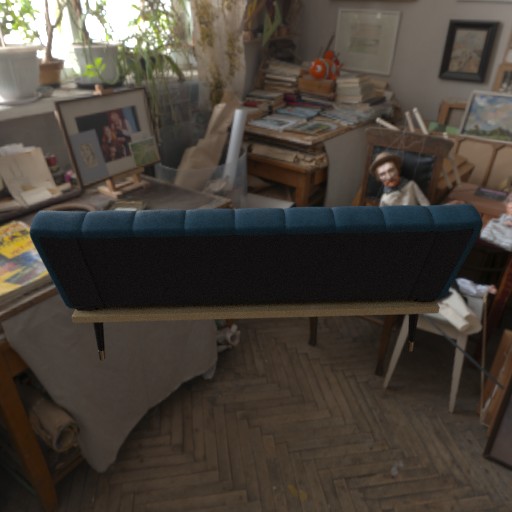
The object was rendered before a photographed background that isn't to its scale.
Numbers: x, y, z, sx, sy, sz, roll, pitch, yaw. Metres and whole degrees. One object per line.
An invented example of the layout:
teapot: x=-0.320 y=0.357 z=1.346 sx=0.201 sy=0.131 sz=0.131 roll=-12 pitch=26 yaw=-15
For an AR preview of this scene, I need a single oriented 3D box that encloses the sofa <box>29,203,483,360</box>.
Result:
sofa: x=0.000 y=0.000 z=2.288 sx=1.810 sy=0.825 sz=0.830 roll=-1 pitch=30 yaw=-2
